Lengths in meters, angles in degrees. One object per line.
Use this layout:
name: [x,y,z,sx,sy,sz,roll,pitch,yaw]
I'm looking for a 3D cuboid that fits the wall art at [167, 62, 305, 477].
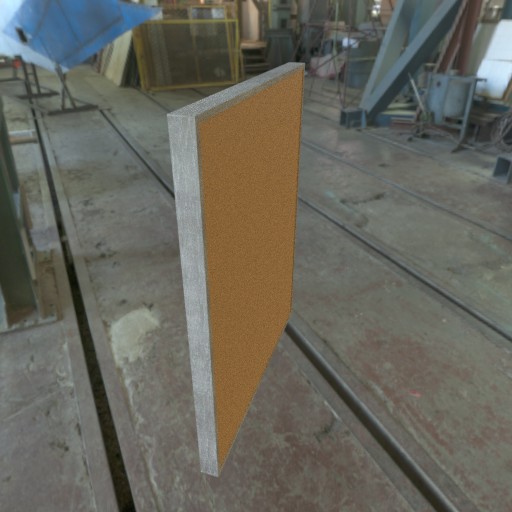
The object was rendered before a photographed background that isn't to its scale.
wall art: [0.000,0.000,0.702,0.032,0.521,0.421,10,31,16]
